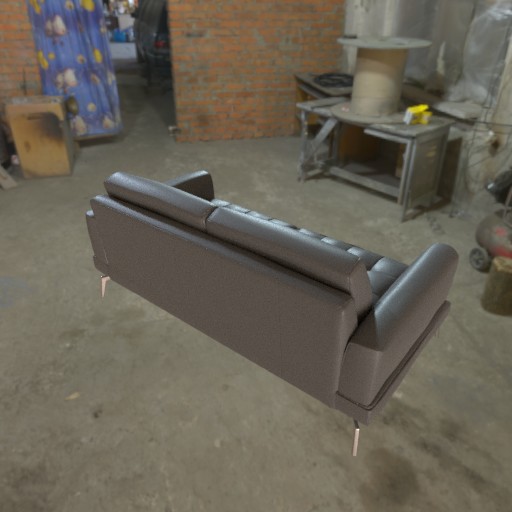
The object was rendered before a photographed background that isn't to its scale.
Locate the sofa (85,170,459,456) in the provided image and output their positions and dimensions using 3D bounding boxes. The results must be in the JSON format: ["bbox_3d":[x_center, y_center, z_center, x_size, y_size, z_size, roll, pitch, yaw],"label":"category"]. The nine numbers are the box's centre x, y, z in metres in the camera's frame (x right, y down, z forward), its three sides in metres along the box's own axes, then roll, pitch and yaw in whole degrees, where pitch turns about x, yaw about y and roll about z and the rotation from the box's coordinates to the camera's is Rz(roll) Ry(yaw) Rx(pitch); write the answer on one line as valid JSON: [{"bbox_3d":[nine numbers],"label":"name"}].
[{"bbox_3d":[0.000,0.000,2.788,2.177,0.930,1.121,22,37,33],"label":"sofa"}]
